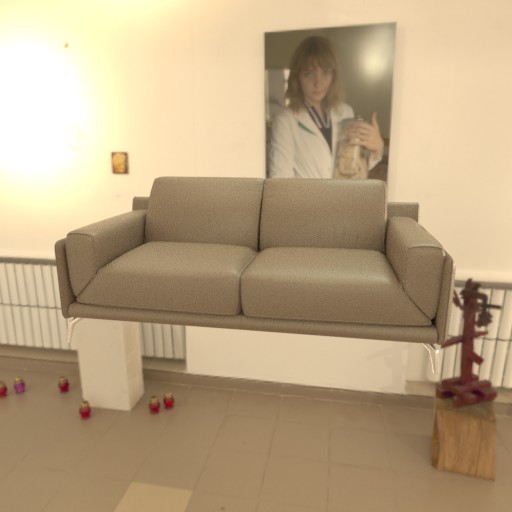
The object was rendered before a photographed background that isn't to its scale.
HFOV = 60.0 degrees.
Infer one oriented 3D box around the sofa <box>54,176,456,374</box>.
[{"bbox_3d":[0.000,0.000,2.707,2.101,0.930,1.049,3,14,10],"label":"sofa"}]
